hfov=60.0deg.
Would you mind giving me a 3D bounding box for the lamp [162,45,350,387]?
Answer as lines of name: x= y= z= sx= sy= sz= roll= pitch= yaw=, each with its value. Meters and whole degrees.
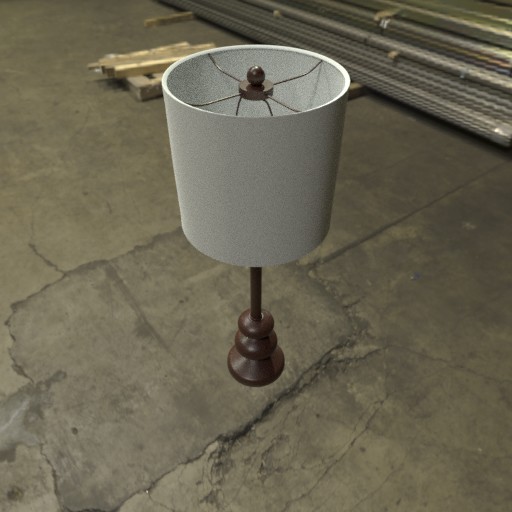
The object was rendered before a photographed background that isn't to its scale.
lamp: x=0.000 y=0.000 z=0.826 sx=0.254 sy=0.690 sz=0.254 roll=-27 pitch=49 yaw=-26
